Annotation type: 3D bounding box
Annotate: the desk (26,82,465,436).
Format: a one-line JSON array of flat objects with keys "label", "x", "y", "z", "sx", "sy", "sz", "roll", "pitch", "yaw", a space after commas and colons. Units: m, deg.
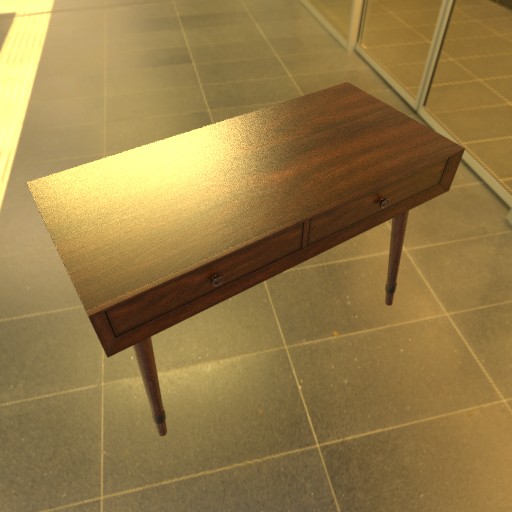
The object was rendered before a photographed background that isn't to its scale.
[{"label": "desk", "x": 0.000, "y": 0.000, "z": 2.110, "sx": 1.577, "sy": 1.031, "sz": 0.734, "roll": -25, "pitch": 51, "yaw": -22}]
